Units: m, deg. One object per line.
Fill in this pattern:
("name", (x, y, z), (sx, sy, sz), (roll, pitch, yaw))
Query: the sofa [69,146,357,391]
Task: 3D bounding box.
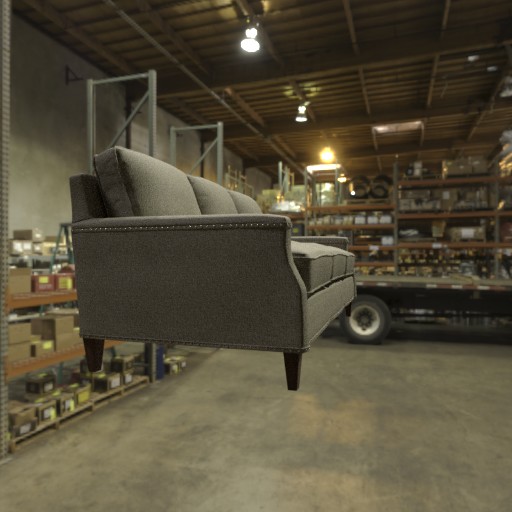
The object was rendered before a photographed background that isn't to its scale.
("sofa", (0.000, 0.000, 2.814), (1.084, 1.003, 2.246), (0, 0, 17))
